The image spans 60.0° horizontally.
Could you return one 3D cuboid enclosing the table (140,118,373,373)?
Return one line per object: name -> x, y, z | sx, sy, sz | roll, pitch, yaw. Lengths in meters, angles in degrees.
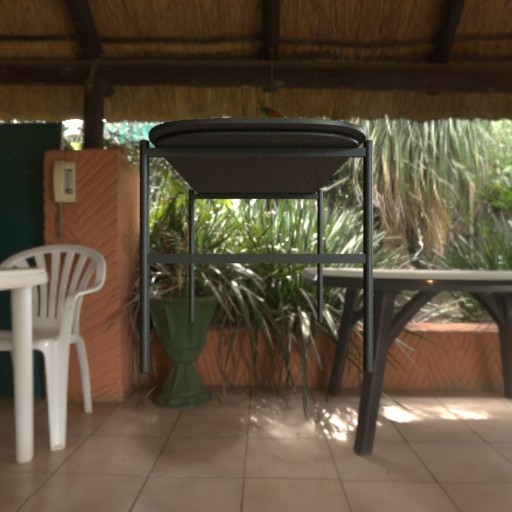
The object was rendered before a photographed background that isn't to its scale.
table -> 0.000, 0.000, 1.040 | 0.400, 0.400, 0.800 | 0, 0, 0
